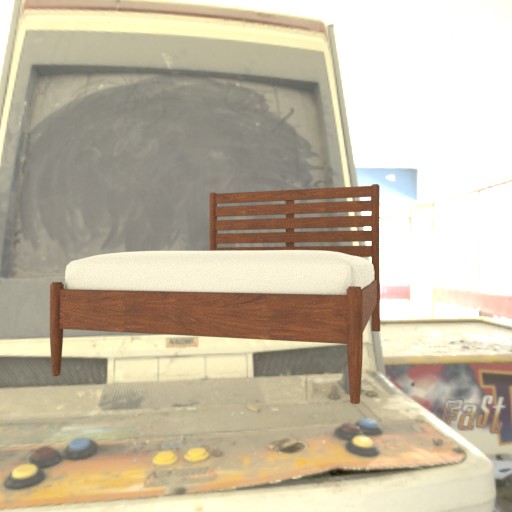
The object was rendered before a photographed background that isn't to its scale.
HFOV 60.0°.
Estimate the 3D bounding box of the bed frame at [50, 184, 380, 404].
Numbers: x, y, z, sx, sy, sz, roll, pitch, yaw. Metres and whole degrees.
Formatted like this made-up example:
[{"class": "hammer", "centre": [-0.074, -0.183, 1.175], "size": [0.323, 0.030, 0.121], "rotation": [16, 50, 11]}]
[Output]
[{"class": "bed frame", "centre": [0.000, 0.000, 3.201], "size": [1.655, 1.321, 2.234], "rotation": [0, -1, 17]}]
